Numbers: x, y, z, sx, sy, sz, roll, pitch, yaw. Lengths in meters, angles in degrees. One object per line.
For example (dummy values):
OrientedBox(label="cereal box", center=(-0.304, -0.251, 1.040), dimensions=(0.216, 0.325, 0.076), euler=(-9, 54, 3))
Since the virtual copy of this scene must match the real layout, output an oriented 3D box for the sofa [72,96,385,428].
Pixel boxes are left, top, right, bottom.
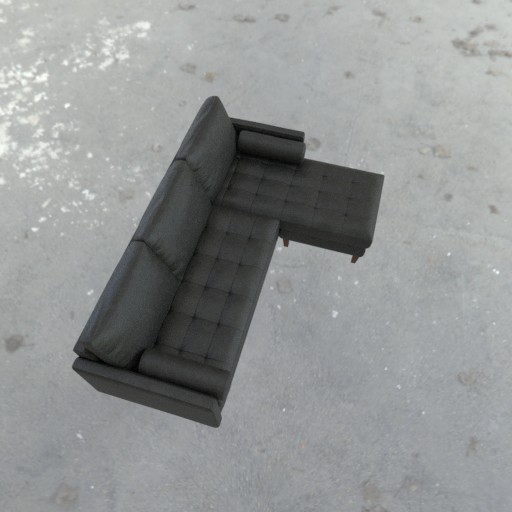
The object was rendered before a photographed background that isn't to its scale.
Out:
OrientedBox(label="sofa", center=(0.000, 0.000, 3.009), dimensions=(1.497, 0.876, 2.178), euler=(14, 59, 8))
